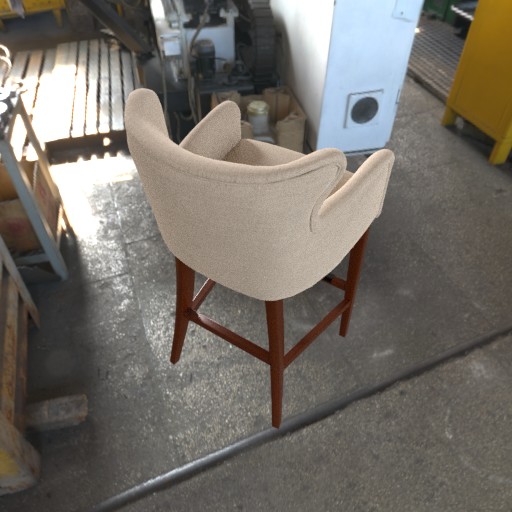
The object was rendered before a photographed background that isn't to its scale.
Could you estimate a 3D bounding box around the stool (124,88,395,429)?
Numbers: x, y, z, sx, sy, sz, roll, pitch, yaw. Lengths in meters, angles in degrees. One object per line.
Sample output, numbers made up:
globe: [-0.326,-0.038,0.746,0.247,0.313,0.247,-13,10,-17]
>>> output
stool: [0.000,0.000,1.368,0.556,1.034,0.563,25,50,23]
